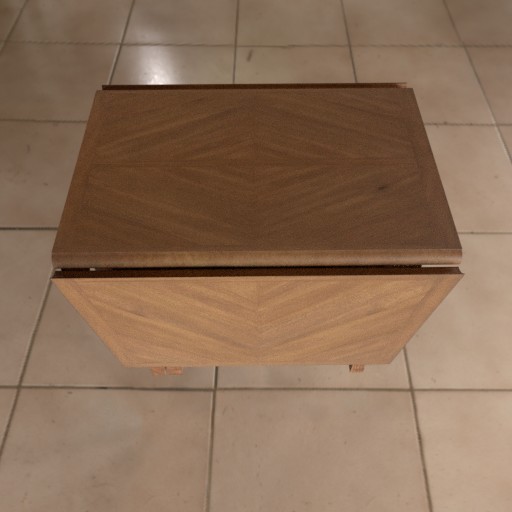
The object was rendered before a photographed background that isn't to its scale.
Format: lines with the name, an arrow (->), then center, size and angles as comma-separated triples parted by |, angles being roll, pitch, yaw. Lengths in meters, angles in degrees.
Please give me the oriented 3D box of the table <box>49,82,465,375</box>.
table -> 0.000, 0.000, 1.614 | 0.967, 0.981, 0.701 | -1, 58, 0
